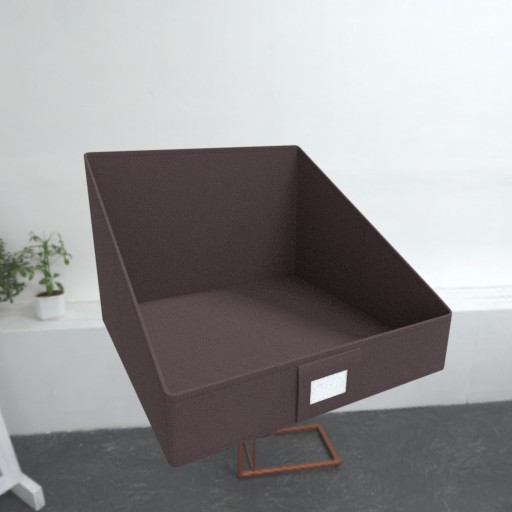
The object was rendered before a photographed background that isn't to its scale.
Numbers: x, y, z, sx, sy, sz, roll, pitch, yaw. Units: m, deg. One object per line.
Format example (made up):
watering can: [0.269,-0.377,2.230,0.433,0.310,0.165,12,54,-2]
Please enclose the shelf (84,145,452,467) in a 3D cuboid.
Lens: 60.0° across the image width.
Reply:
shelf: [0.000,0.000,0.478,0.292,0.210,0.292,-9,20,-27]
